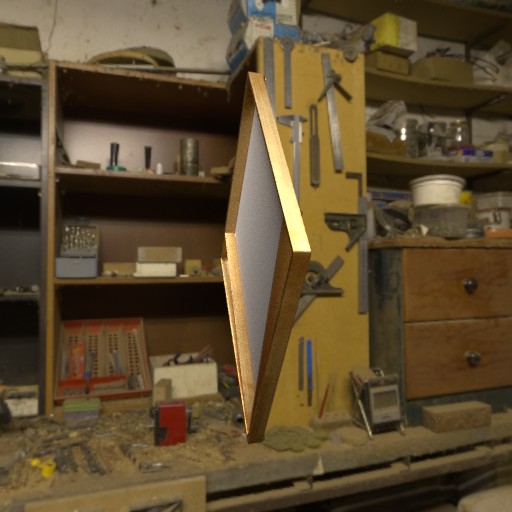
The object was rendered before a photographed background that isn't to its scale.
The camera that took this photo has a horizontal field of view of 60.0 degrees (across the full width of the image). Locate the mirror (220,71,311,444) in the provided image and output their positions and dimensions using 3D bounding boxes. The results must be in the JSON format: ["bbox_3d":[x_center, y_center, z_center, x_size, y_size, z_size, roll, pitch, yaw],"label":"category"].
[{"bbox_3d":[0.000,0.000,0.813,0.032,0.679,0.419,0,-1,-18],"label":"mirror"}]
